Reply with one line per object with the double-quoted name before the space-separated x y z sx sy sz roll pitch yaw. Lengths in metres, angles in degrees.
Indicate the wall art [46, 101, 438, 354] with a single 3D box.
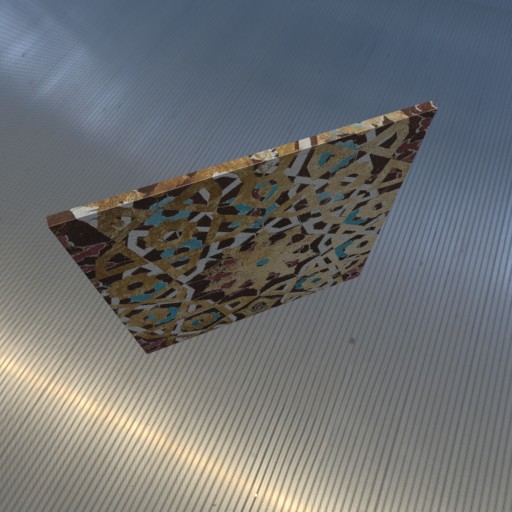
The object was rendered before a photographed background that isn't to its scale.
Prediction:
"wall art" 0.000 0.000 1.148 0.757 0.762 0.028 -19 63 -10
